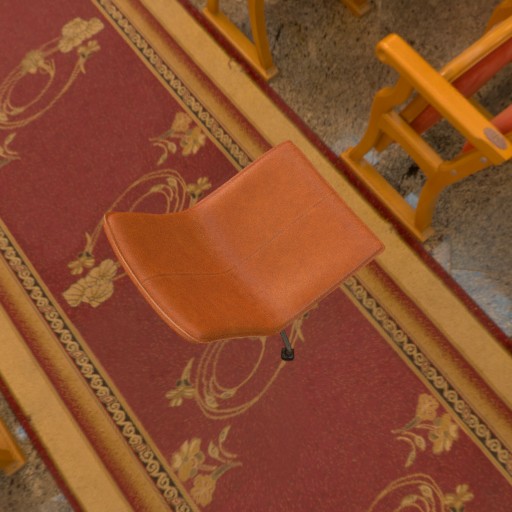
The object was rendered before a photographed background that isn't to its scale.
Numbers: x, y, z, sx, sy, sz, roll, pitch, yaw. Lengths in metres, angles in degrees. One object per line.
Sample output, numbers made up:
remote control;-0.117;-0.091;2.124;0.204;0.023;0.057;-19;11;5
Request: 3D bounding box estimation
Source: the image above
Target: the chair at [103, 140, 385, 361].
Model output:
chair;0.000;0.000;1.368;0.660;0.920;0.651;-37;78;-9
